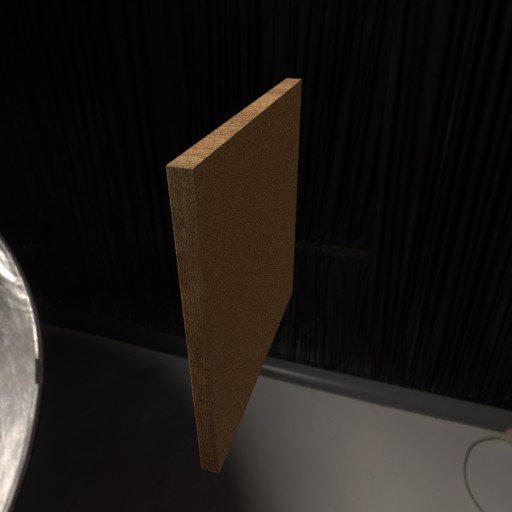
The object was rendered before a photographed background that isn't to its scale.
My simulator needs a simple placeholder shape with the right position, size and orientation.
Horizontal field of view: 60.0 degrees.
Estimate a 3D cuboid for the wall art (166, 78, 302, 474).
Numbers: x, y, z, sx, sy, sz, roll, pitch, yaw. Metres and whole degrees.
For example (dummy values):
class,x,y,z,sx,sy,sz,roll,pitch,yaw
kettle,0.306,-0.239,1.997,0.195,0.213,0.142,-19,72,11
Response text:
class,x,y,z,sx,sy,sz,roll,pitch,yaw
wall art,0.000,0.000,0.932,0.042,0.608,0.611,9,32,14
